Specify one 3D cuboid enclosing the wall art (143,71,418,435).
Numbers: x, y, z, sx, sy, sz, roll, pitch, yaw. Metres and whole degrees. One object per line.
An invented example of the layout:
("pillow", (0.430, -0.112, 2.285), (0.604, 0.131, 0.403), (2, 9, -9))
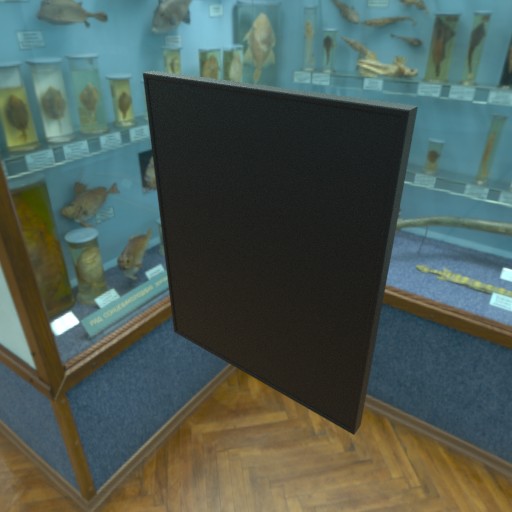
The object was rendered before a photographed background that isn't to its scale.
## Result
("wall art", (0.000, 0.000, 0.760), (0.451, 0.551, 0.028), (21, 37, 32))
